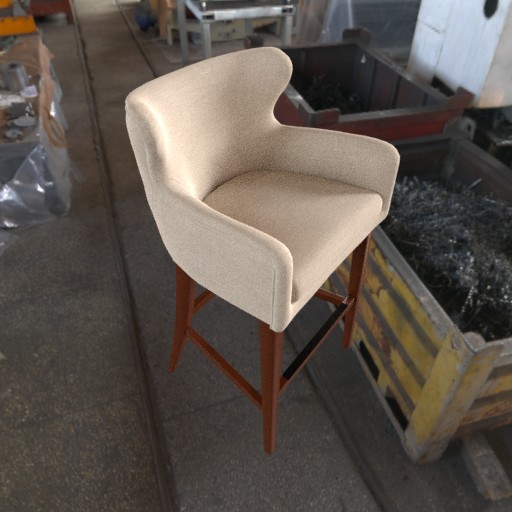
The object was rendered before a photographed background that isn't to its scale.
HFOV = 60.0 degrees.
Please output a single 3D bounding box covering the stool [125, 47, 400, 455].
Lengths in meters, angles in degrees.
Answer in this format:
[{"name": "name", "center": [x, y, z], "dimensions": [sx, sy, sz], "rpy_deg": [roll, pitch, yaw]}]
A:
[{"name": "stool", "center": [0.000, 0.000, 1.337], "dimensions": [0.563, 1.034, 0.556], "rpy_deg": [26, 48, 27]}]
